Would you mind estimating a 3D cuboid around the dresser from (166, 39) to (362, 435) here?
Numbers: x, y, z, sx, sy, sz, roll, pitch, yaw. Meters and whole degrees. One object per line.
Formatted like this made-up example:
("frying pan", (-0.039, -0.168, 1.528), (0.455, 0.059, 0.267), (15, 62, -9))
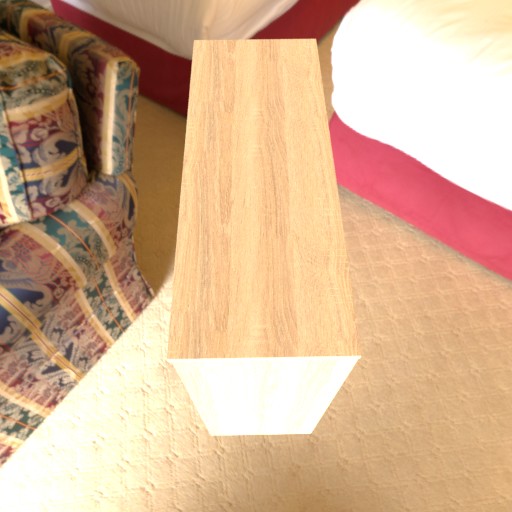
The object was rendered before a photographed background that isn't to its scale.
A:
("dresser", (0.000, 0.000, 1.469), (0.380, 0.900, 0.980), (-1, 59, -1))
